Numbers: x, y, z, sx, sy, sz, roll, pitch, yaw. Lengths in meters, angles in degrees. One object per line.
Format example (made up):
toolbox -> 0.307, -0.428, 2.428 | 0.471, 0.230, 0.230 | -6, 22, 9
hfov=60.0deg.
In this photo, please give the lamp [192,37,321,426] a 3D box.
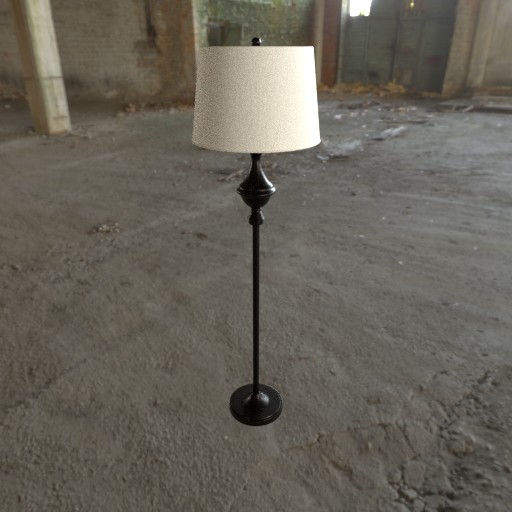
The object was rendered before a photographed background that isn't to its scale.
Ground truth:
lamp -> 0.000, 0.000, 1.676 | 0.431, 1.484, 0.431 | 0, 25, 0
